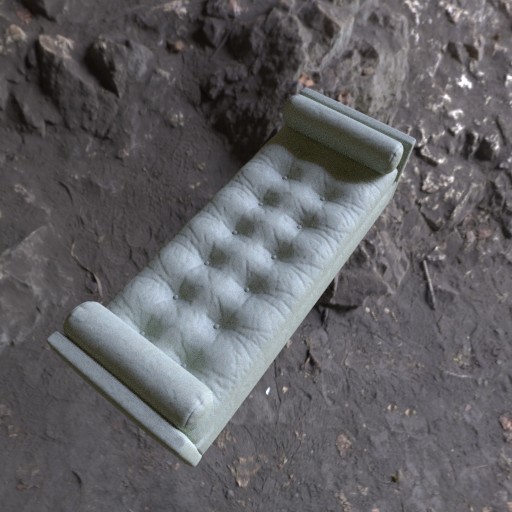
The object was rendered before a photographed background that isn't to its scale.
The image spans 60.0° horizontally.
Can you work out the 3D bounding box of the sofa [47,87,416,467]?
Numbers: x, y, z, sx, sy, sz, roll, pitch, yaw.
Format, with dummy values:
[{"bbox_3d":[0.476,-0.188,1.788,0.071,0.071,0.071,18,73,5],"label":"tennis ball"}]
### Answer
[{"bbox_3d":[0.000,0.000,2.495,0.796,0.705,2.102,32,64,18],"label":"sofa"}]
